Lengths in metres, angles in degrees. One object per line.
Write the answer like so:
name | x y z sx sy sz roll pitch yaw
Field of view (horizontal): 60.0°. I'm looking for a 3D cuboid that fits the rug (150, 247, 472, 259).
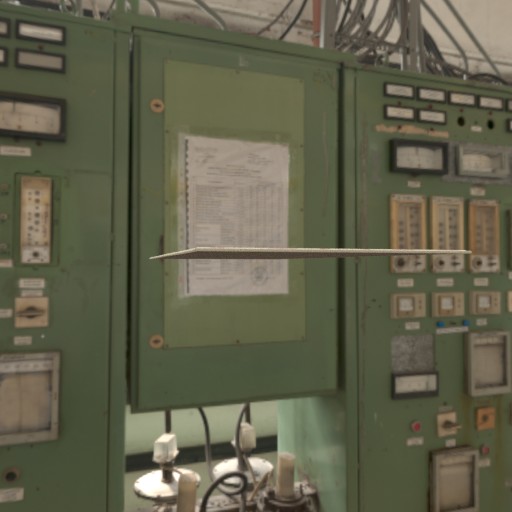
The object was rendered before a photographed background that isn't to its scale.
rug | 0.000 0.000 1.453 0.604 0.007 1.219 0 -1 -17
